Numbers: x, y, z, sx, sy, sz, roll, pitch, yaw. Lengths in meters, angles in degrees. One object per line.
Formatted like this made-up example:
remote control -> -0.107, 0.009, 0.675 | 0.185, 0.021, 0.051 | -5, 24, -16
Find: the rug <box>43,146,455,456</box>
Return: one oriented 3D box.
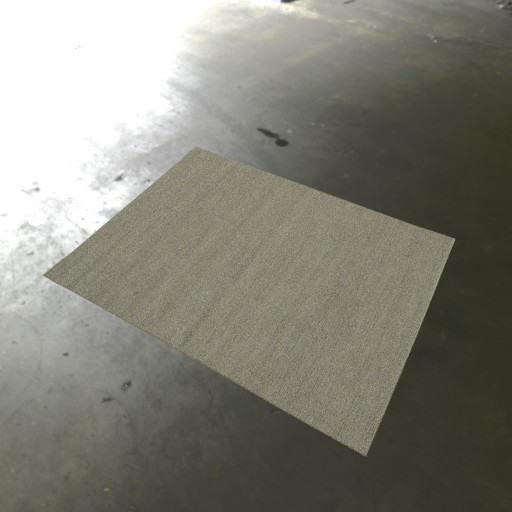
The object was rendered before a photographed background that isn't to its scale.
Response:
rug -> 0.000, 0.000, 4.834 | 3.626, 0.051, 2.757 | 24, 52, 20
